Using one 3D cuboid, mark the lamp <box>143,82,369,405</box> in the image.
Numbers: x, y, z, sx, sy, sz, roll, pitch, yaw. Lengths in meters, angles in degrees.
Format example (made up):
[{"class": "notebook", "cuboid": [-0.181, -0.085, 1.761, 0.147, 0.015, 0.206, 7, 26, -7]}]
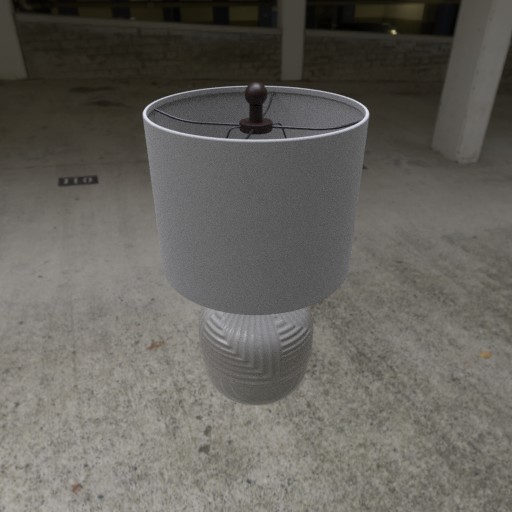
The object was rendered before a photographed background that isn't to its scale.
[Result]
[{"class": "lamp", "cuboid": [0.000, 0.000, 0.765, 0.318, 0.567, 0.318, 0, 32, 0]}]
